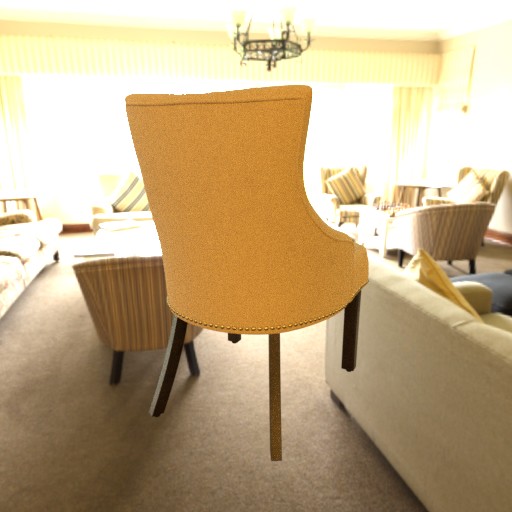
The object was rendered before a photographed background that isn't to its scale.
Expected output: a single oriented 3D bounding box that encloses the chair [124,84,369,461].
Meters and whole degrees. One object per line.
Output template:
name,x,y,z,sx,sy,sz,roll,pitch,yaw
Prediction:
chair,0.000,0.000,1.339,0.566,0.909,0.629,8,17,27
